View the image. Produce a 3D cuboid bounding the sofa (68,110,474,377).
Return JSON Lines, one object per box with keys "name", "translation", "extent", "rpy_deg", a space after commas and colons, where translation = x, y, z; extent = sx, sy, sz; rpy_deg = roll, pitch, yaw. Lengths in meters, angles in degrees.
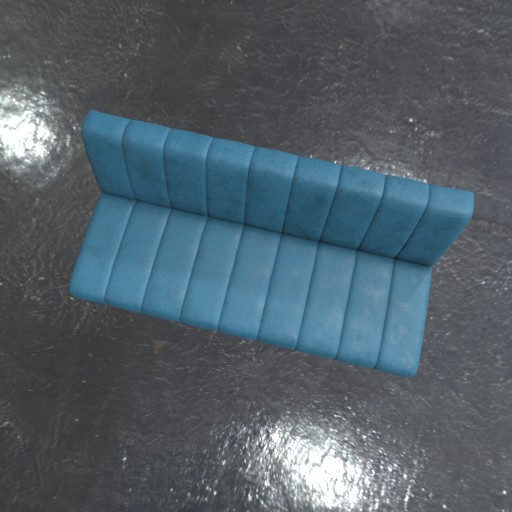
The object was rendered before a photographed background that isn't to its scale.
{"name": "sofa", "translation": [0.000, 0.000, 2.284], "extent": [1.810, 0.825, 0.830], "rpy_deg": [13, 76, 3]}
